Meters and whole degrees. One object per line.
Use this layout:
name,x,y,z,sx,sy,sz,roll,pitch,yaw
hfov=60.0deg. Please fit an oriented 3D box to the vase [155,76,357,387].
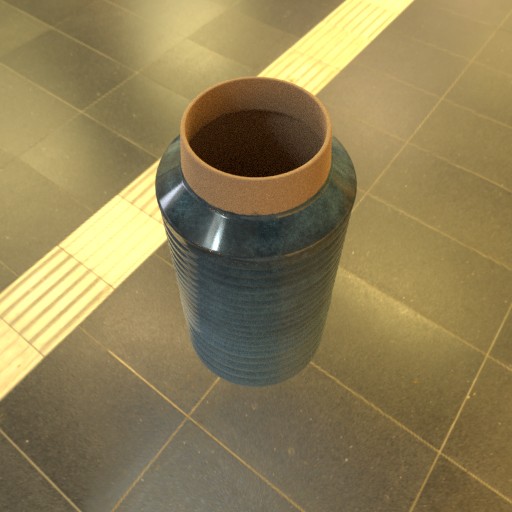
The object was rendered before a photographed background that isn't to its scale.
vase,0.000,0.000,0.414,0.163,0.316,0.163,0,58,0
